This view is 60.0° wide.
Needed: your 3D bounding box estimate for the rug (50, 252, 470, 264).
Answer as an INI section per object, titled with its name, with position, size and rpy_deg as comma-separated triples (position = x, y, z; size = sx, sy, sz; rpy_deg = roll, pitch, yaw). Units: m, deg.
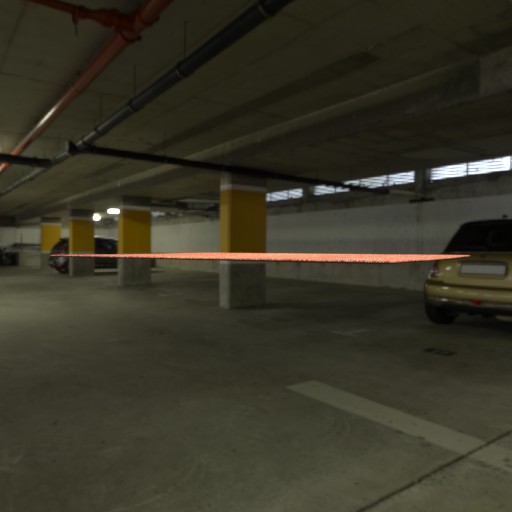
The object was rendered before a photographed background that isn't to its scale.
[rug]
position = 0.000, 0.000, 2.194
size = 1.747, 0.011, 1.139
rpy_deg = 1, 1, 36
